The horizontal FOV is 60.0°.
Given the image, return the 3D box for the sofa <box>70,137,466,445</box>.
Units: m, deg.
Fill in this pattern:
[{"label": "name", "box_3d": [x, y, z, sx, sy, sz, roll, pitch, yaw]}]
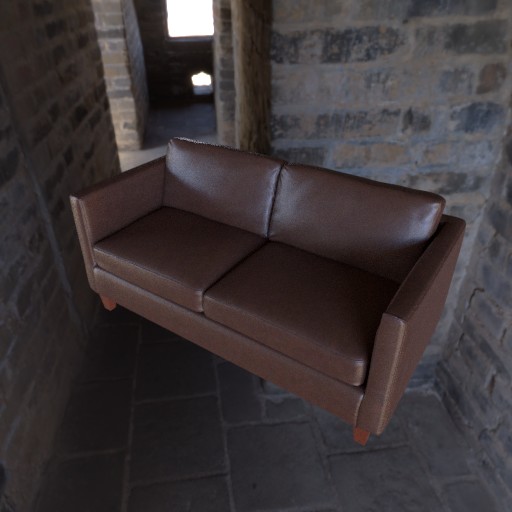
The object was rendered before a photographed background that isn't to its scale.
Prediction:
[{"label": "sofa", "box_3d": [0.000, 0.000, 2.425, 1.883, 0.933, 0.951, 20, 37, 28]}]
